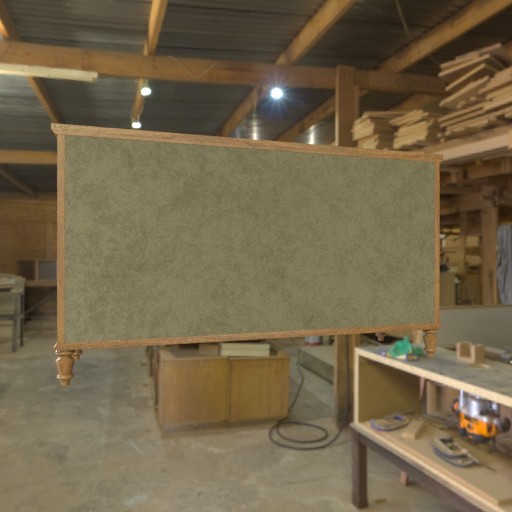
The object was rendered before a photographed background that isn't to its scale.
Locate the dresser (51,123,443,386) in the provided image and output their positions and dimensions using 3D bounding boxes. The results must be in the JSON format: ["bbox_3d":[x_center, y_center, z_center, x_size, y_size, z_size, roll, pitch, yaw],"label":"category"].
[{"bbox_3d":[0.000,0.000,1.943,1.583,0.892,0.468,0,0,-17],"label":"dresser"}]
